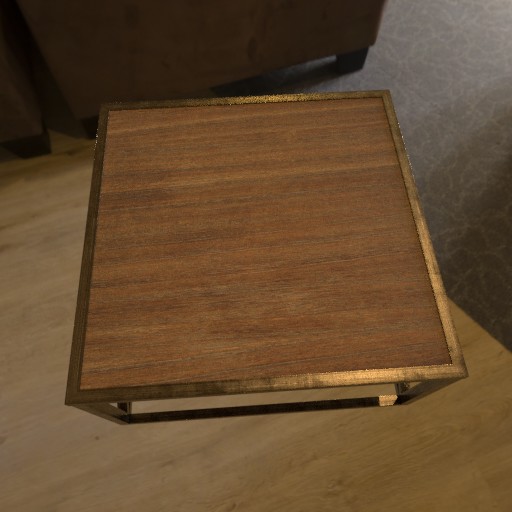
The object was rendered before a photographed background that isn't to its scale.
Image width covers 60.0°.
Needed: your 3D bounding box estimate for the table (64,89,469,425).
[{"bbox_3d":[0.000,0.000,1.393,0.909,0.451,0.899,-3,64,-2],"label":"table"}]
